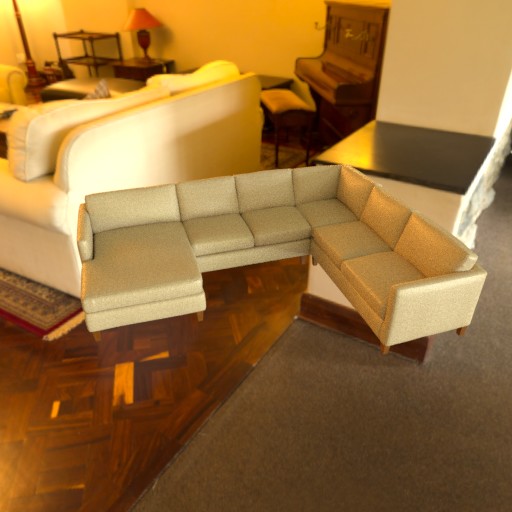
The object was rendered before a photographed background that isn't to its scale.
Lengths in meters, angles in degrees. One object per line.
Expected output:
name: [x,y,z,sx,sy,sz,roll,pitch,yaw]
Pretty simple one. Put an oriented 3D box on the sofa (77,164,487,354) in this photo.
sofa: [0.000,0.000,4.569,3.460,0.961,2.594,-9,33,-15]
